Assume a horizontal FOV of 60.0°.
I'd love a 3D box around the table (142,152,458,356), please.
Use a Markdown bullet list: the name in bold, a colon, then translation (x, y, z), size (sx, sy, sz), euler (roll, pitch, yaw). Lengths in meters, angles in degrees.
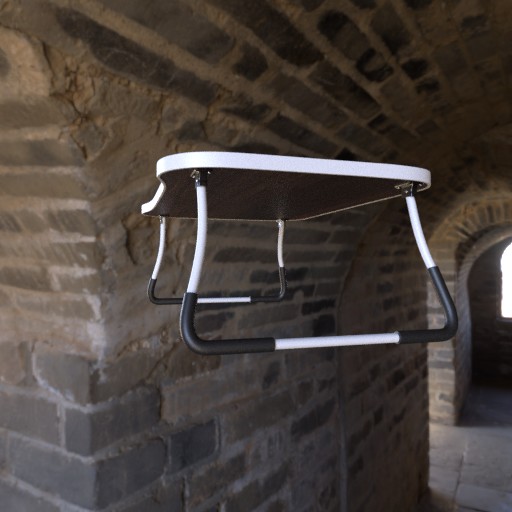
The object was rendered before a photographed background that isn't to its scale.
- **table**: translation (0.000, 0.000, 0.839), size (0.400, 0.232, 0.660), euler (0, -1, -17)
